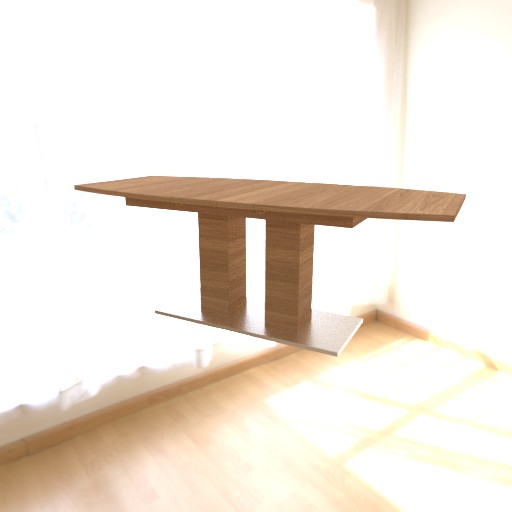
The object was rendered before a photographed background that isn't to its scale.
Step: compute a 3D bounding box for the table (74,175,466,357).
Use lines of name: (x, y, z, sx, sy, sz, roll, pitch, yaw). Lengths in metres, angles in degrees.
table: (0.000, 0.000, 2.495, 2.032, 0.750, 0.900, 8, 18, 27)
